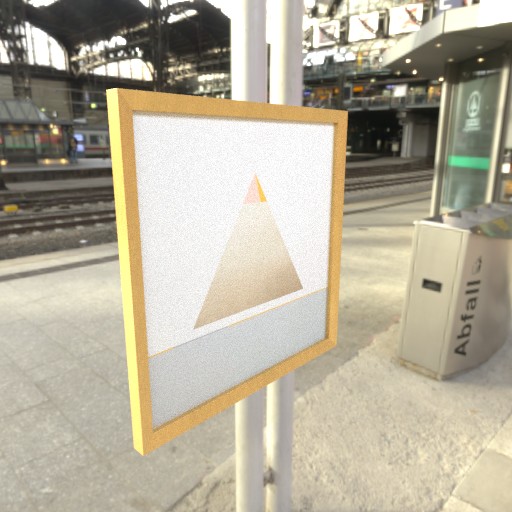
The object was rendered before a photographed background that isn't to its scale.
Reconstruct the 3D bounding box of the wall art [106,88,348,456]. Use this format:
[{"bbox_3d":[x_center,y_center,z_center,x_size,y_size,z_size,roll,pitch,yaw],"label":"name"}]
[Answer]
[{"bbox_3d":[0.000,0.000,2.957,0.097,1.936,1.935,13,19,42],"label":"wall art"}]
